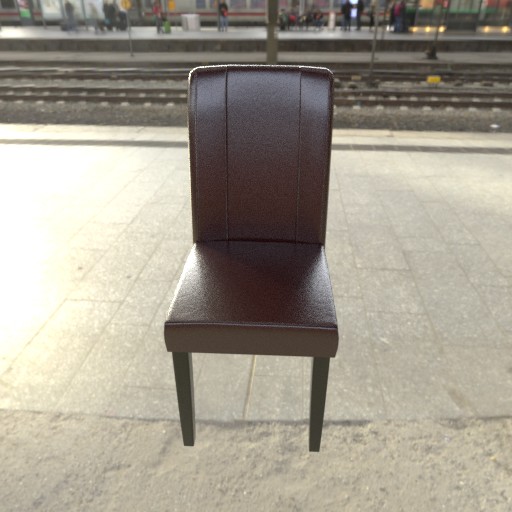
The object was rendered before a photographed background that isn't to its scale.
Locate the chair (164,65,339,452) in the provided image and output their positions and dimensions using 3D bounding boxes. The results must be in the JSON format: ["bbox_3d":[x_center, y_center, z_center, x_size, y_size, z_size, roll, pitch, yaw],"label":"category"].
[{"bbox_3d":[0.000,0.000,1.193,0.399,0.897,0.556,1,29,3],"label":"chair"}]
